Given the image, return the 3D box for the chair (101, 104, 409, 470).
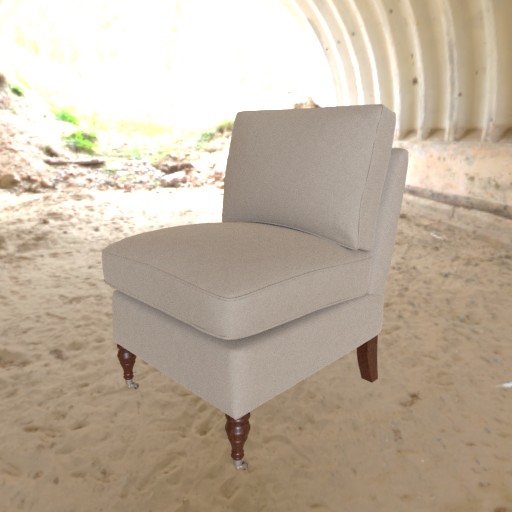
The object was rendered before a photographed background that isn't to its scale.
[{"bbox_3d":[0.000,0.000,1.630,0.724,1.052,0.912,15,21,43],"label":"chair"}]
